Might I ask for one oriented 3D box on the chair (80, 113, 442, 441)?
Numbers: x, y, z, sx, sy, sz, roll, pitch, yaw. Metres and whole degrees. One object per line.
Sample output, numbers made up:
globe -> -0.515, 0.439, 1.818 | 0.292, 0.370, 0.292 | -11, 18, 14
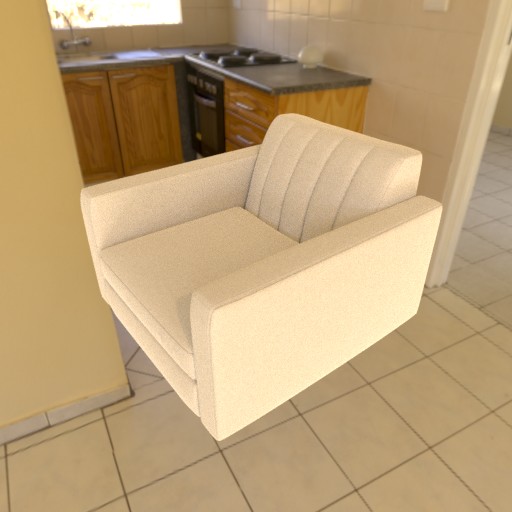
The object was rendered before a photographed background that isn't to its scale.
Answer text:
chair -> 0.000, 0.000, 1.705 | 0.998, 0.819, 0.953 | -22, 38, -31
